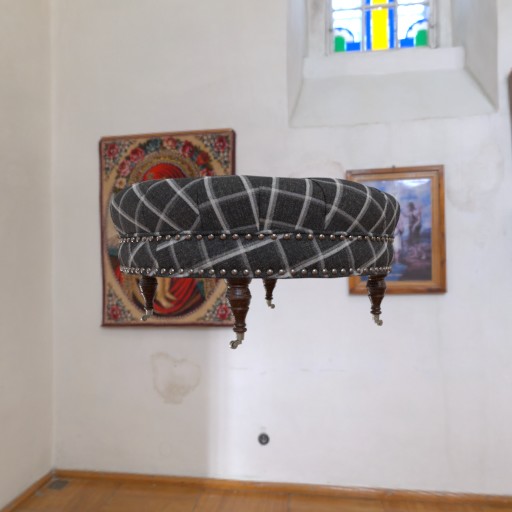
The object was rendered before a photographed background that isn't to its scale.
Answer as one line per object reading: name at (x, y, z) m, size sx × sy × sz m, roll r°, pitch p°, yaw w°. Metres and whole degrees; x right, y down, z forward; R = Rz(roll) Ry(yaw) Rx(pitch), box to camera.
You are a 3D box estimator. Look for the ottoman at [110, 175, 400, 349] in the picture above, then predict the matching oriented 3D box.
ottoman at (0.000, 0.000, 1.442) m, size 0.901 × 0.439 × 0.901 m, roll 0°, pitch 0°, yaw 0°
